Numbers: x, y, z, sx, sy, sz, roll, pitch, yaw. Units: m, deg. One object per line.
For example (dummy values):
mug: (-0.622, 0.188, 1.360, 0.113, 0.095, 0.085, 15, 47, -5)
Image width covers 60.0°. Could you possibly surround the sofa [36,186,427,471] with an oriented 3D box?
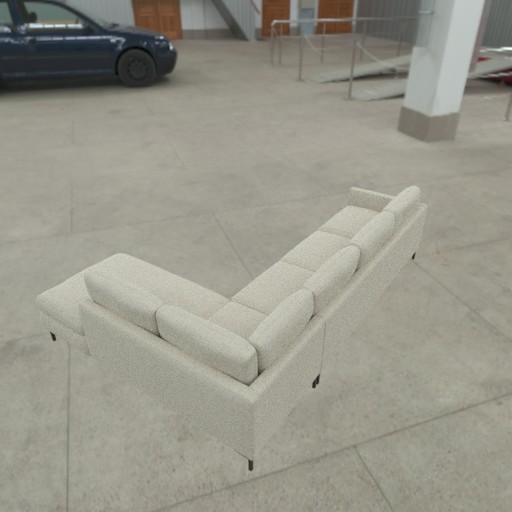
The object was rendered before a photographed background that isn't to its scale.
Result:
sofa: (0.000, 0.000, 3.833, 2.007, 0.815, 2.949, 20, 37, 30)
